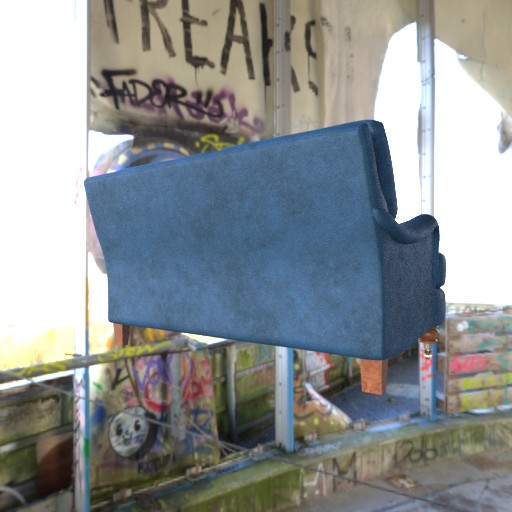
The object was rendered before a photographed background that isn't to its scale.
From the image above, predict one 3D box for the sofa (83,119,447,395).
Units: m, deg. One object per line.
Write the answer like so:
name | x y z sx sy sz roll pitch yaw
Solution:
sofa | 0.000 0.000 2.513 1.853 1.101 1.084 0 -1 37
